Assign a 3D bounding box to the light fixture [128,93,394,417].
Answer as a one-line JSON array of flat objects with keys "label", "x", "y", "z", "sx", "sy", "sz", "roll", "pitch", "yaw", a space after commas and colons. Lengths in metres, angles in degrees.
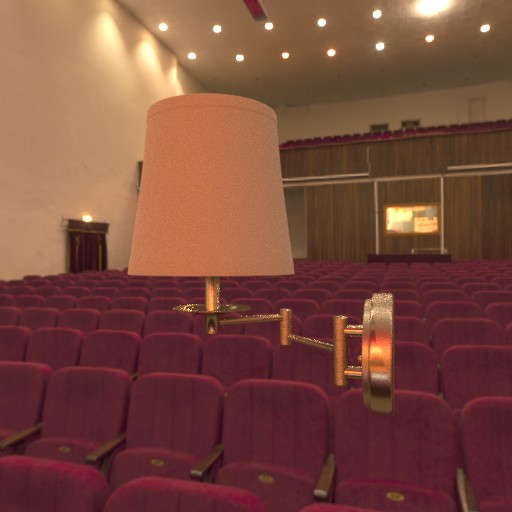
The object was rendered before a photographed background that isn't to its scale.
[{"label": "light fixture", "x": 0.000, "y": 0.000, "z": 0.587, "sx": 0.348, "sy": 0.381, "sz": 0.223, "roll": 0, "pitch": -1, "yaw": 18}]
